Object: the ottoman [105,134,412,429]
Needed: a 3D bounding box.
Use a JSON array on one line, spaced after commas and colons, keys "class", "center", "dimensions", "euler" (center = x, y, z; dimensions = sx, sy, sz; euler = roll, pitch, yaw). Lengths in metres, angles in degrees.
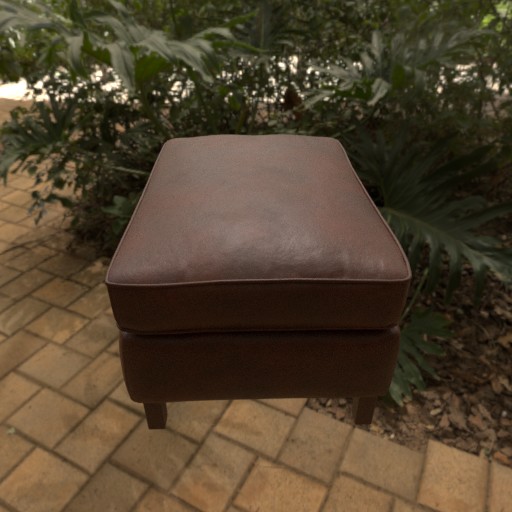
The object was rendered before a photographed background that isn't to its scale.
[{"class": "ottoman", "center": [0.000, 0.000, 0.998], "dimensions": [0.501, 0.432, 0.665], "euler": [-1, 33, -1]}]
